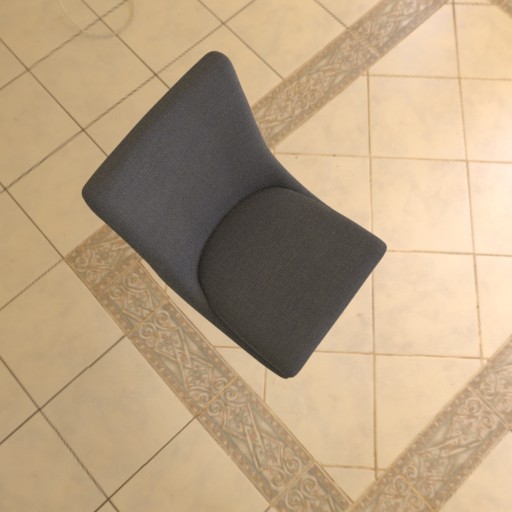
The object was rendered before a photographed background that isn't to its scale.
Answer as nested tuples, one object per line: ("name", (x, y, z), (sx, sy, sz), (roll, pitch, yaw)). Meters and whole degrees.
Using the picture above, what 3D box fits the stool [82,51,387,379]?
("stool", (0.000, 0.000, 1.304), (0.577, 0.981, 0.470), (37, 79, 8))
